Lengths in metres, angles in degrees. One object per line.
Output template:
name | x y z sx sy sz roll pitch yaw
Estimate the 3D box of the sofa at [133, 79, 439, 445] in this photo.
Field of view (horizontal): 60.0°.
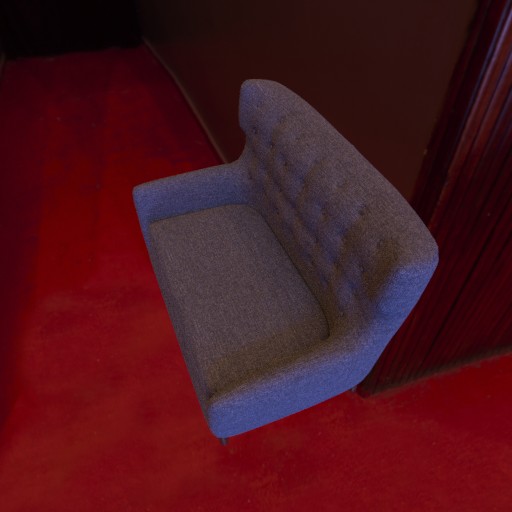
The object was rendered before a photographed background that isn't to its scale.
sofa | 0.000 0.000 2.036 0.874 1.028 1.358 -17 49 -15
